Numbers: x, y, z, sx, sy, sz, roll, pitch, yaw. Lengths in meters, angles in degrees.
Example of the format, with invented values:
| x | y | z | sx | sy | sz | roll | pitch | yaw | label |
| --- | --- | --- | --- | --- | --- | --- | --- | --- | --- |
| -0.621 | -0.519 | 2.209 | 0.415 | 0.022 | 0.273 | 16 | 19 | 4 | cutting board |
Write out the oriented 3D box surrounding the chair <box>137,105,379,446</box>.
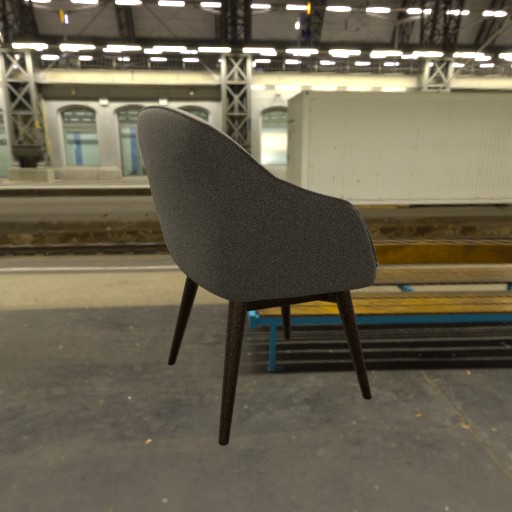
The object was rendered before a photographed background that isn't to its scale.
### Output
| x | y | z | sx | sy | sz | roll | pitch | yaw | label |
| --- | --- | --- | --- | --- | --- | --- | --- | --- | --- |
| 0.000 | 0.000 | 1.297 | 0.611 | 0.810 | 0.589 | -7 | 16 | -26 | chair |
